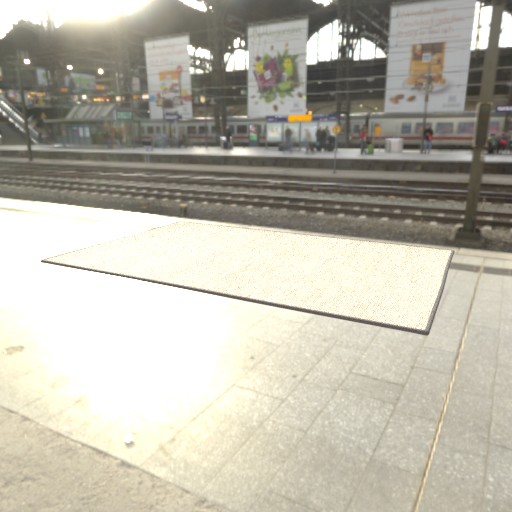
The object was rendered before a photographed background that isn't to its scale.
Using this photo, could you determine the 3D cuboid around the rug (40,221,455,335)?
[{"bbox_3d":[0.000,0.000,2.108,1.676,0.013,1.067,8,17,26],"label":"rug"}]
